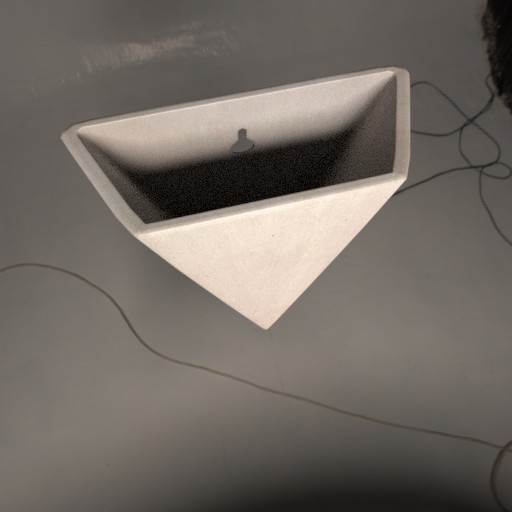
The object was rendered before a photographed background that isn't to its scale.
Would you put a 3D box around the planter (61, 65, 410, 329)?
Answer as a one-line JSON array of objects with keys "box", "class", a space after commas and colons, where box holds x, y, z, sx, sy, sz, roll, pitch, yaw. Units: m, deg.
[{"box": [0.000, 0.000, 0.263, 0.150, 0.197, 0.060, -13, 64, -6], "class": "planter"}]
